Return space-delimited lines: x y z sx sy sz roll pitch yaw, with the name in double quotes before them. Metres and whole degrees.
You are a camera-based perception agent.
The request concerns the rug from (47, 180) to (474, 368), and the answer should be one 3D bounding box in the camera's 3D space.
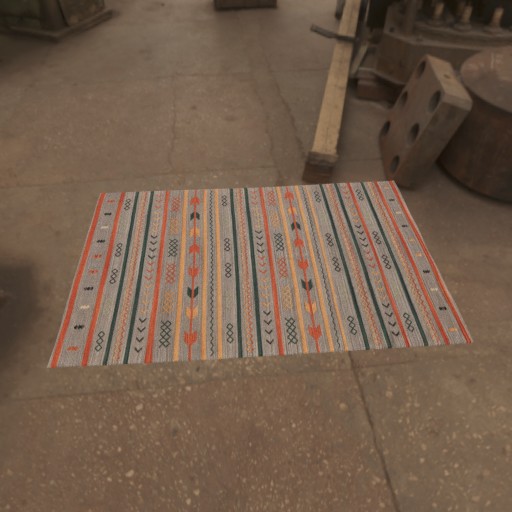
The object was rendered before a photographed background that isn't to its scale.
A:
"rug" 0.000 0.000 2.325 1.835 0.017 1.220 -3 45 -3
